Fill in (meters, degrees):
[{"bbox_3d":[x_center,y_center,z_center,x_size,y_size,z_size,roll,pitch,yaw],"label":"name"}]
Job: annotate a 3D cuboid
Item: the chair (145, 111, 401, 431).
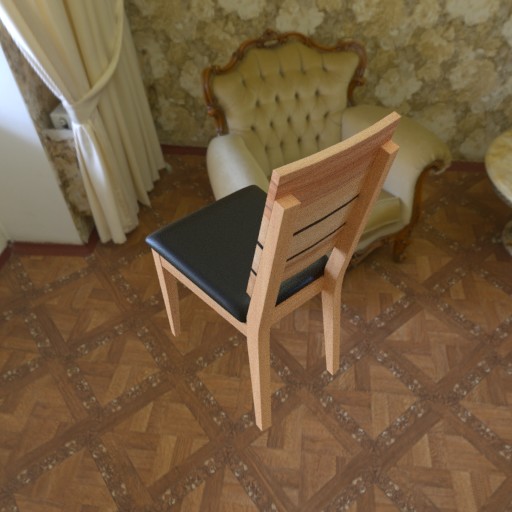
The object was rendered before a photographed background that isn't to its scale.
[{"bbox_3d":[0.000,0.000,1.216,0.410,0.940,0.520,-30,53,-26],"label":"chair"}]
